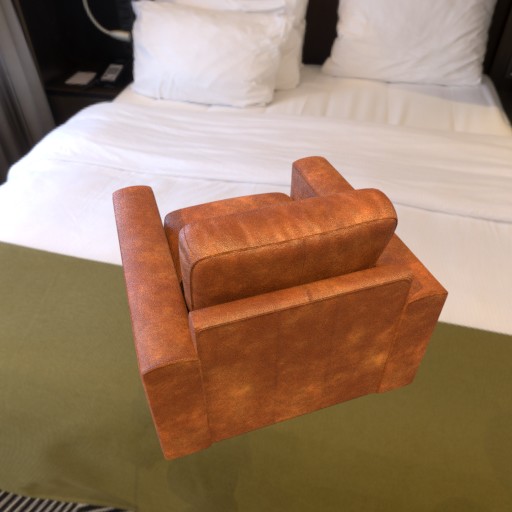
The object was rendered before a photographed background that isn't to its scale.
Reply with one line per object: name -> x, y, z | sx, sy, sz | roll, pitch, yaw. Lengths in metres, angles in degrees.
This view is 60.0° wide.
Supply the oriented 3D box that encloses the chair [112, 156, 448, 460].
chair -> 0.000, 0.000, 1.765 | 1.005, 0.873, 1.016 | -12, 42, -14
